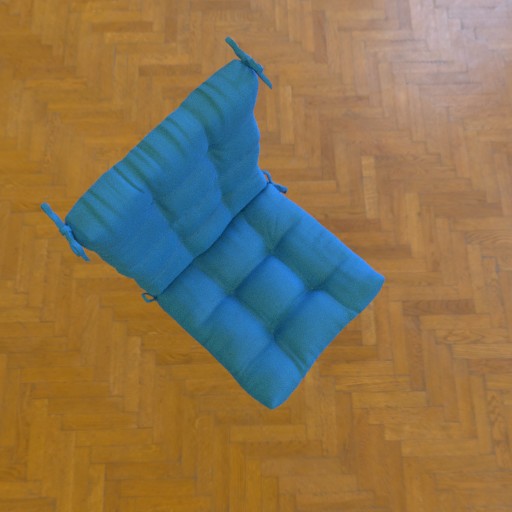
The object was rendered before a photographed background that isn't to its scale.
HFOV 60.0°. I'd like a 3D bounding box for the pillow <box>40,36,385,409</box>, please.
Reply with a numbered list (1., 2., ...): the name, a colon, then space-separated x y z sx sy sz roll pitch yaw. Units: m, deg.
1. pillow: 0.000 0.000 1.021 0.571 0.605 0.519 42 80 9
